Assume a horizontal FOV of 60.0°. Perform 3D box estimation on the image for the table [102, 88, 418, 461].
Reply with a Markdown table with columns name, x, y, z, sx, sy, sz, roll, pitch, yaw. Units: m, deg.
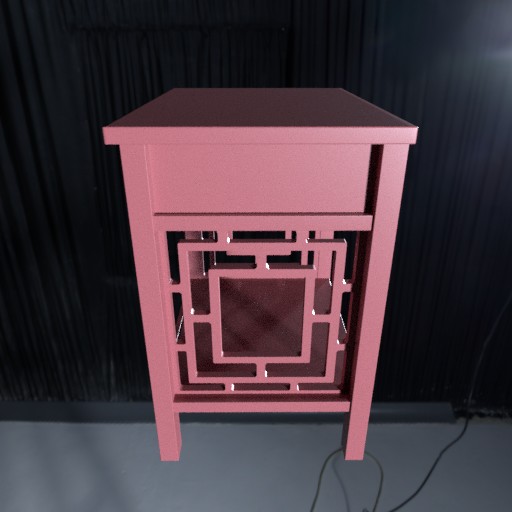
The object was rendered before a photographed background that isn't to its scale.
| name | x | y | z | sx | sy | sz | roll | pitch | yaw |
| --- | --- | --- | --- | --- | --- | --- | --- | --- | --- |
| table | 0.000 | 0.000 | 1.036 | 0.451 | 0.686 | 0.599 | 0 | 26 | 0 |
